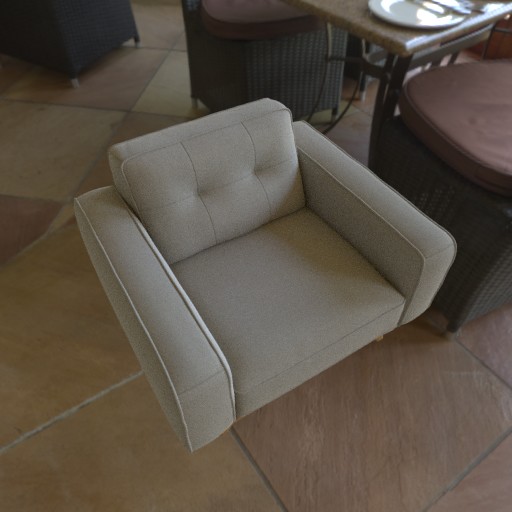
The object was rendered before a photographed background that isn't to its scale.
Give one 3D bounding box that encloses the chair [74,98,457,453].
[{"bbox_3d":[0.000,0.000,1.728,1.115,0.779,0.953,-24,52,-21],"label":"chair"}]
